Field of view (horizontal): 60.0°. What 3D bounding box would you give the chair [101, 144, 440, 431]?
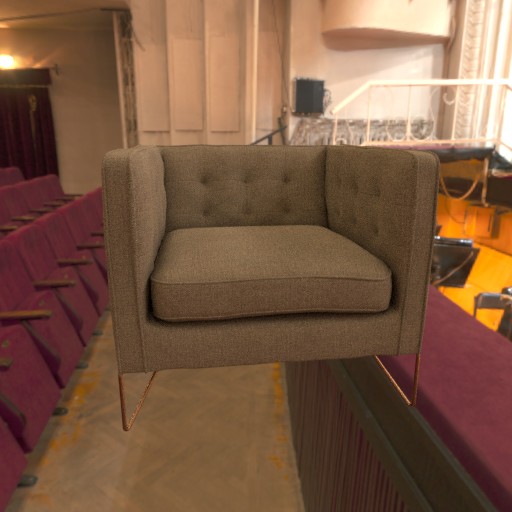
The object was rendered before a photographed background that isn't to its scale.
[{"bbox_3d":[0.000,0.000,1.648,0.920,0.799,0.912,-2,15,-8],"label":"chair"}]
